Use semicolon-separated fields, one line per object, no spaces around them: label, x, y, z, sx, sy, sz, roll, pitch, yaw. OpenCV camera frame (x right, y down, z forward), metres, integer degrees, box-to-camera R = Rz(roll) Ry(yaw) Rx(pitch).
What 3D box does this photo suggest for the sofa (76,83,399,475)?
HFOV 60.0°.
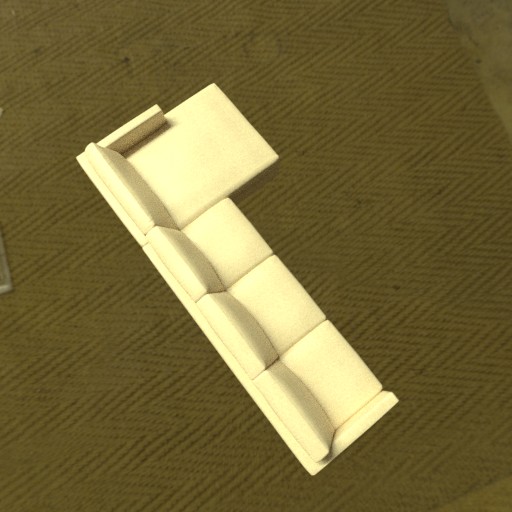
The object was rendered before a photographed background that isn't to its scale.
sofa;0.000;0.000;4.154;1.603;0.954;3.471;-37;79;-9
